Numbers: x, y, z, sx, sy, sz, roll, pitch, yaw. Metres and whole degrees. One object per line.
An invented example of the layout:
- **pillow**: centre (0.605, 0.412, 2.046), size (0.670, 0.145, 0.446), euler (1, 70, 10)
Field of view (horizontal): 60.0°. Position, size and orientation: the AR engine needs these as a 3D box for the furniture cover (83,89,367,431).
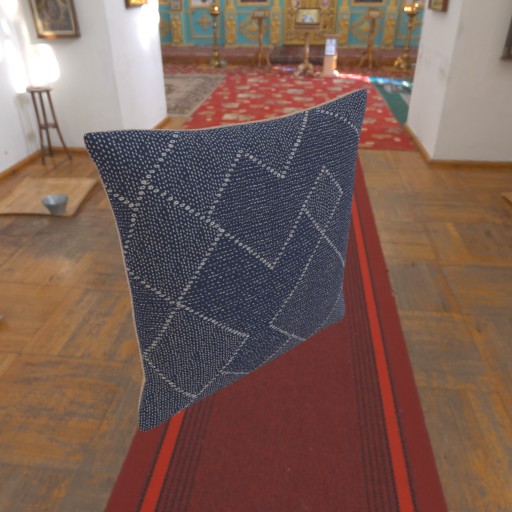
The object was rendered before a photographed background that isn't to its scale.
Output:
- **furniture cover**: centre (0.000, 0.000, 0.768), size (0.511, 0.503, 0.162), euler (-22, 36, -33)
